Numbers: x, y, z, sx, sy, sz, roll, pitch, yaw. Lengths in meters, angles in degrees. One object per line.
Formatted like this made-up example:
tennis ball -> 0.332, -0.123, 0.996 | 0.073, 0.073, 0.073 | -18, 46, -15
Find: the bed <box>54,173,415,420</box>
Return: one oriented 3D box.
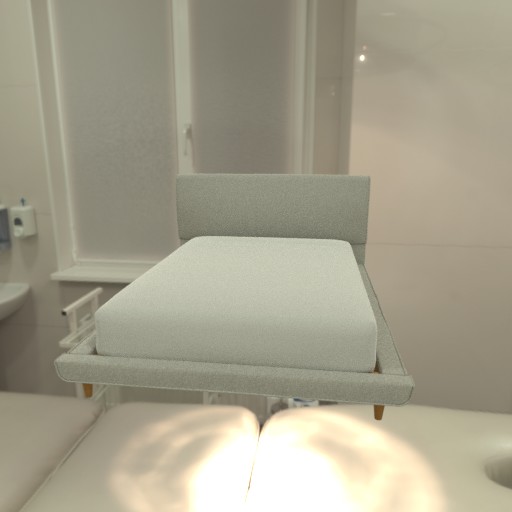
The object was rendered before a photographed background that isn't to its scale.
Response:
bed -> 0.000, 0.000, 3.276 | 1.840, 1.067, 2.368 | 2, 14, 7
